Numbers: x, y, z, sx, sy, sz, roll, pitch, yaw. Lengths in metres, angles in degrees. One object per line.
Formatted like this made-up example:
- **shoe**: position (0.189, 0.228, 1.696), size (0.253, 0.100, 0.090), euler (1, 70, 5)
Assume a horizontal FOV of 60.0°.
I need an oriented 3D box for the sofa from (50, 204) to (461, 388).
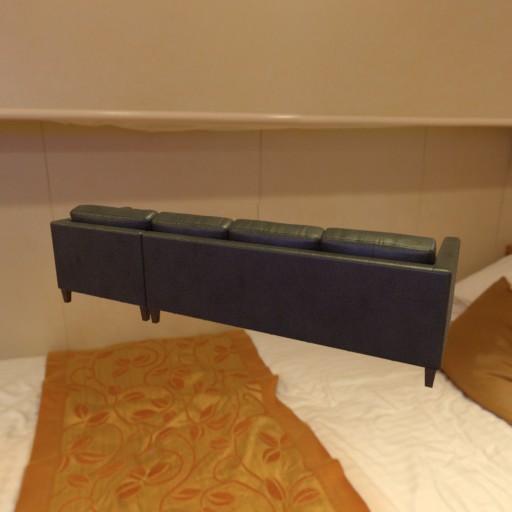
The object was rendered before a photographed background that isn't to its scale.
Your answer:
- **sofa**: position (0.000, 0.000, 3.878), size (3.203, 0.883, 1.581), euler (8, 17, 26)
